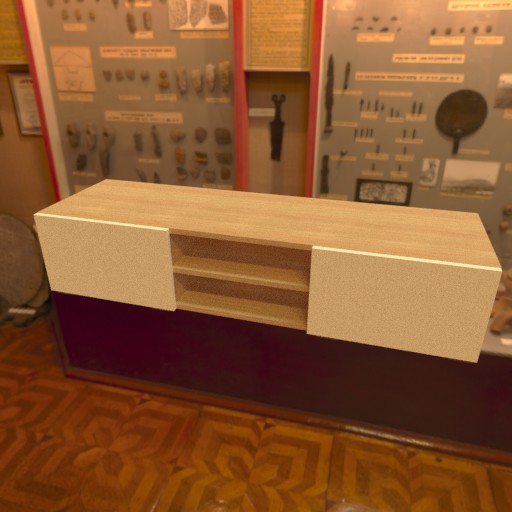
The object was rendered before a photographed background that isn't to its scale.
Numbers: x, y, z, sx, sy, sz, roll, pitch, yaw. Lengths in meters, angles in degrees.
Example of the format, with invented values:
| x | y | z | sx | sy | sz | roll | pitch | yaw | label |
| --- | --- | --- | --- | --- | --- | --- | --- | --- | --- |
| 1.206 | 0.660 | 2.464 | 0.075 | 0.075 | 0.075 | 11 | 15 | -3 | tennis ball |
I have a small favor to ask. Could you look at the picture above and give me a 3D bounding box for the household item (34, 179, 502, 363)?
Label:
| x | y | z | sx | sy | sz | roll | pitch | yaw | label |
| --- | --- | --- | --- | --- | --- | --- | --- | --- | --- |
| 0.000 | 0.000 | 1.525 | 1.400 | 0.310 | 0.420 | 7 | 27 | 15 | household item |
